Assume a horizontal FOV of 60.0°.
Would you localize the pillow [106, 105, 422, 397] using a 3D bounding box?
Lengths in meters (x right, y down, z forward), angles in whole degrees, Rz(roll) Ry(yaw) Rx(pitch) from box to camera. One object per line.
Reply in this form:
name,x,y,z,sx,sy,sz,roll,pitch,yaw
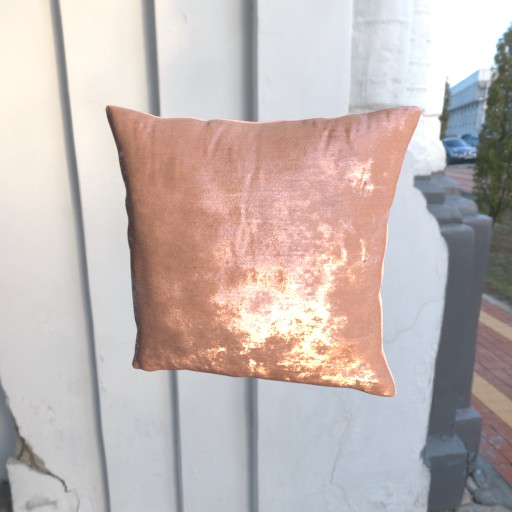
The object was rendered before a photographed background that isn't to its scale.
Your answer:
pillow,0.000,0.000,0.714,0.470,0.464,0.175,3,15,9
